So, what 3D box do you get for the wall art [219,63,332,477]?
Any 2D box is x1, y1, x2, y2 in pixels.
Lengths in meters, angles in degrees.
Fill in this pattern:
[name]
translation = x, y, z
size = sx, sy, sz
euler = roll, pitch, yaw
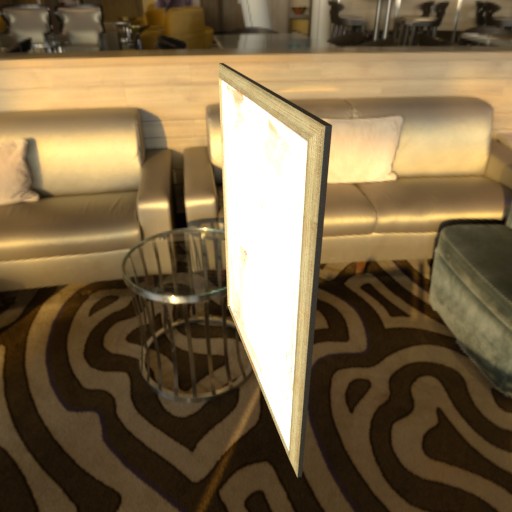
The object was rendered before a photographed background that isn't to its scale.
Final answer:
[wall art]
translation = 0.000, 0.000, 0.903
size = 0.018, 0.660, 0.559
euler = -9, 32, -14
